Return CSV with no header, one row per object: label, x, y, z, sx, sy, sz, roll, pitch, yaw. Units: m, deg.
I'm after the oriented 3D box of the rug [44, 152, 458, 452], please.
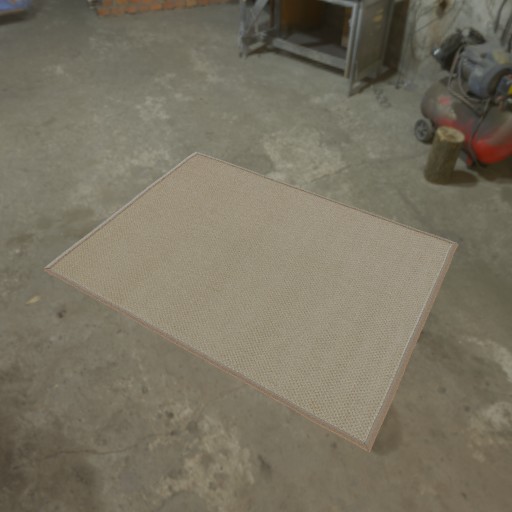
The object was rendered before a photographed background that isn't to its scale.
rug,0.000,0.000,2.732,2.081,0.020,1.525,23,50,22
